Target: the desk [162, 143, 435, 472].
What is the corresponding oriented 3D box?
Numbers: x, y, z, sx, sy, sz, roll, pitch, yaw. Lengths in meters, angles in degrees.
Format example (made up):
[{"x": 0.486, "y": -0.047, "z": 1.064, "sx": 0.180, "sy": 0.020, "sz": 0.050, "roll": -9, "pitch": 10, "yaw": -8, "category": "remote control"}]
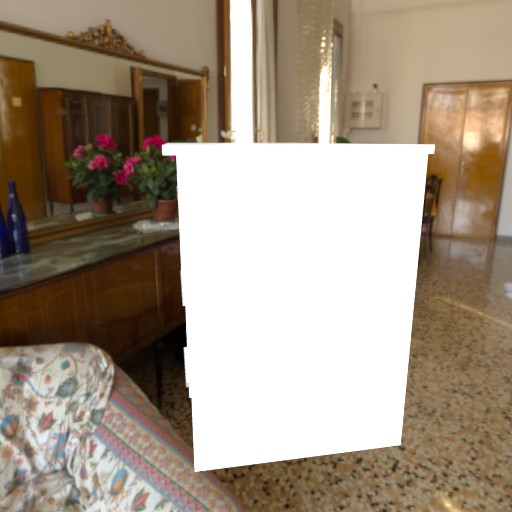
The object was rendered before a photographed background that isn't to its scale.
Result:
[{"x": 0.000, "y": 0.000, "z": 1.494, "sx": 0.560, "sy": 0.735, "sz": 1.097, "roll": -3, "pitch": 15, "yaw": -10, "category": "desk"}]
